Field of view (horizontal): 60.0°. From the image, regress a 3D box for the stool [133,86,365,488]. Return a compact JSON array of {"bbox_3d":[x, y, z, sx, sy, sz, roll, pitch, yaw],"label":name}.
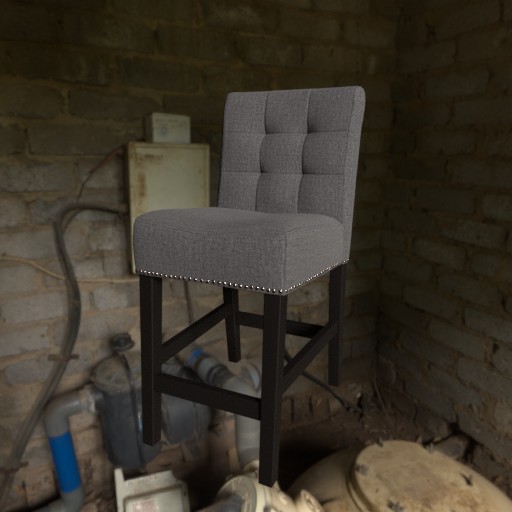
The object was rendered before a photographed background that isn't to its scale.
[{"bbox_3d":[0.000,0.000,1.181,0.427,0.885,0.571,7,16,24],"label":"stool"}]
